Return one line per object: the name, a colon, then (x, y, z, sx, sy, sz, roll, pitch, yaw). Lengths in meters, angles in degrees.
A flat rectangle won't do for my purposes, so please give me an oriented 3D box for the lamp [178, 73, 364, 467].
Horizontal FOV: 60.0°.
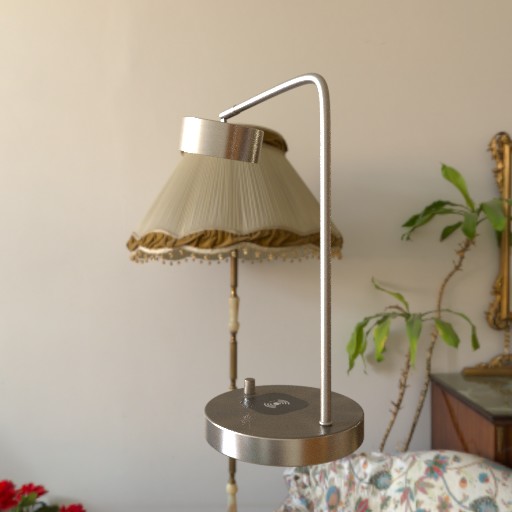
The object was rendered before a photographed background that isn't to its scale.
lamp: (0.000, 0.000, 0.645, 0.211, 0.469, 0.334, 0, -1, -37)
